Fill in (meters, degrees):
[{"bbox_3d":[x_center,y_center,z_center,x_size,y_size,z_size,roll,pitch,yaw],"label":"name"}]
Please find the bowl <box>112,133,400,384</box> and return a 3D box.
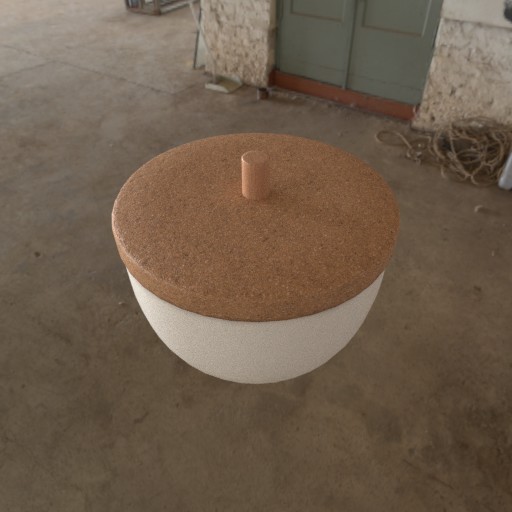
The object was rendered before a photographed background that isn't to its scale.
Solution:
[{"bbox_3d":[0.000,0.000,0.221,0.126,0.110,0.126,0,42,0],"label":"bowl"}]
